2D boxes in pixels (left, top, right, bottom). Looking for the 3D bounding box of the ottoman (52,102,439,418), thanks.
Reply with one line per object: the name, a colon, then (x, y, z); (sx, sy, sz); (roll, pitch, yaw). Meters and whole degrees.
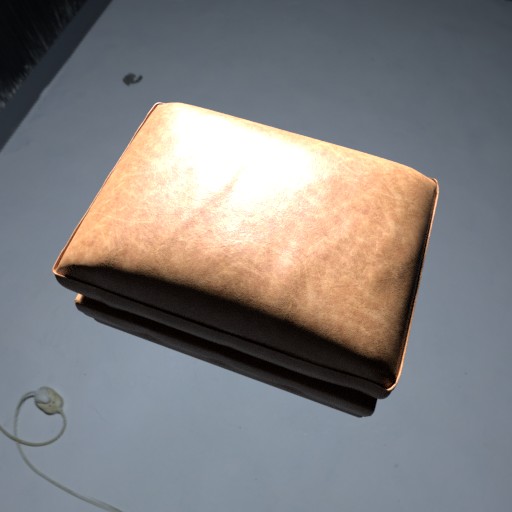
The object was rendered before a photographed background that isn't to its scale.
ottoman: (0.000, 0.000, 1.077); (0.710, 0.480, 0.533); (18, 65, 9)
